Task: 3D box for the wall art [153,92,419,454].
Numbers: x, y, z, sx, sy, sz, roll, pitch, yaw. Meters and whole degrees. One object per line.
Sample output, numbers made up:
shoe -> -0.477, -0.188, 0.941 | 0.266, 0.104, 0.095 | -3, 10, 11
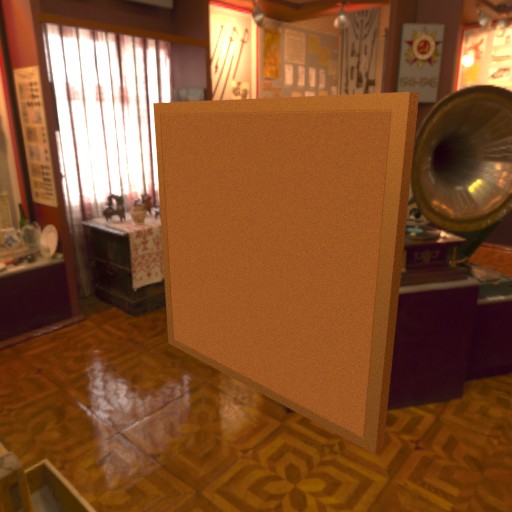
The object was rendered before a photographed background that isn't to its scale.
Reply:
wall art -> 0.000, 0.000, 2.884 | 1.926, 1.926, 0.099 | 15, 23, 40
